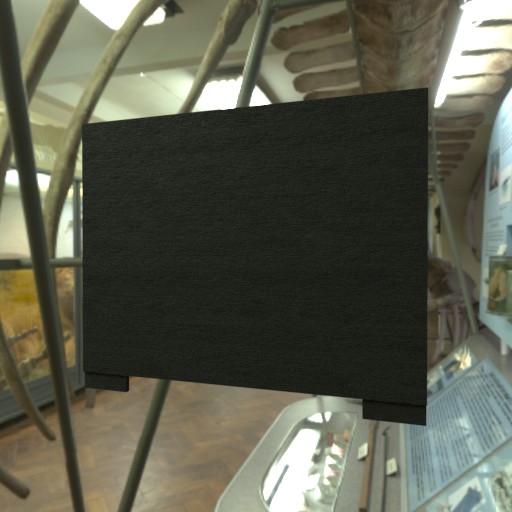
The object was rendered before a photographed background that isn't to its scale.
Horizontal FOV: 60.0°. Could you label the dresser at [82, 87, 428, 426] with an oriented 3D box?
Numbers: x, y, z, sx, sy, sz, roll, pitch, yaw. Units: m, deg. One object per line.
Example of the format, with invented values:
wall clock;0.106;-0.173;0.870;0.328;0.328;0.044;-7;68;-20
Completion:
dresser;0.000;0.000;1.406;0.994;0.816;0.404;0;1;18
